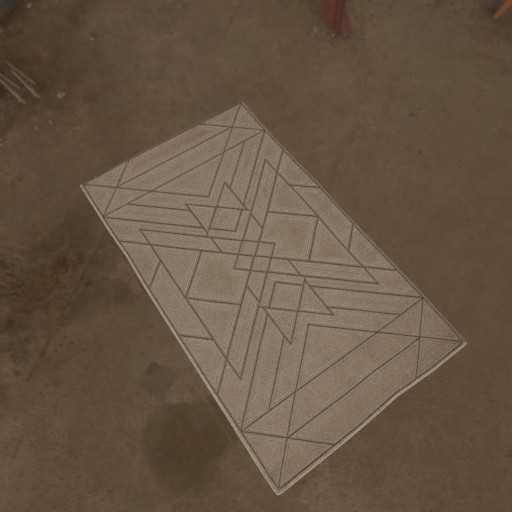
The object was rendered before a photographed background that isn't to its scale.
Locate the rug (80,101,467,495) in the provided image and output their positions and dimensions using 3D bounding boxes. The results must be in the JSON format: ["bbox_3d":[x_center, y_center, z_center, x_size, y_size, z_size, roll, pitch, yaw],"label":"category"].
[{"bbox_3d":[0.000,0.000,1.052,0.511,0.008,0.869,-32,67,-15],"label":"rug"}]
